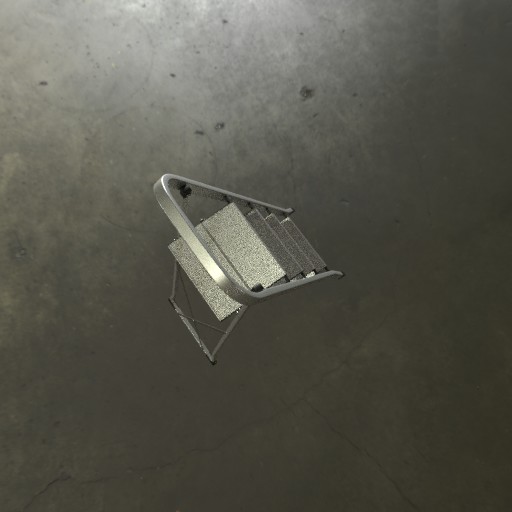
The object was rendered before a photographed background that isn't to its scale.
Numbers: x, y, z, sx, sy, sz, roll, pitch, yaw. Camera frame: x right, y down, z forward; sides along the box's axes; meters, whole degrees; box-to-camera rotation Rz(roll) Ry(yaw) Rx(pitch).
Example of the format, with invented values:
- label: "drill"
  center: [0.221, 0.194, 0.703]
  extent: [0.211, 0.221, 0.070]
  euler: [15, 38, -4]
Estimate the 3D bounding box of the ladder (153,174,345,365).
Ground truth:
- label: "ladder"
  center: [0.000, 0.000, 1.695]
  extent: [0.830, 1.290, 0.465]
  euler: [-35, 79, -8]
